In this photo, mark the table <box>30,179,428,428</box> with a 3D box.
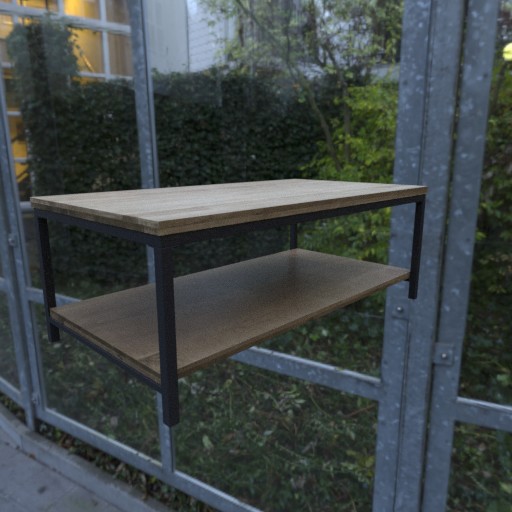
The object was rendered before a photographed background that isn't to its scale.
[{"bbox_3d":[0.000,0.000,1.349,0.574,0.393,1.062,13,18,43],"label":"table"}]
